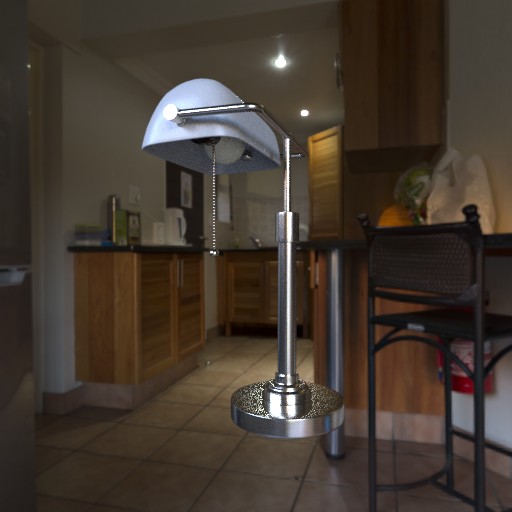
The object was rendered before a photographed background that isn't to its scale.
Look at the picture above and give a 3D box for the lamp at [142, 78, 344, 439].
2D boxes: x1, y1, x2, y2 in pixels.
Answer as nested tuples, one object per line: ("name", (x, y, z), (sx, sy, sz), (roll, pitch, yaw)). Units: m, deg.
("lamp", (0.000, 0.000, 0.573), (0.227, 0.404, 0.269), (0, 1, 18))
